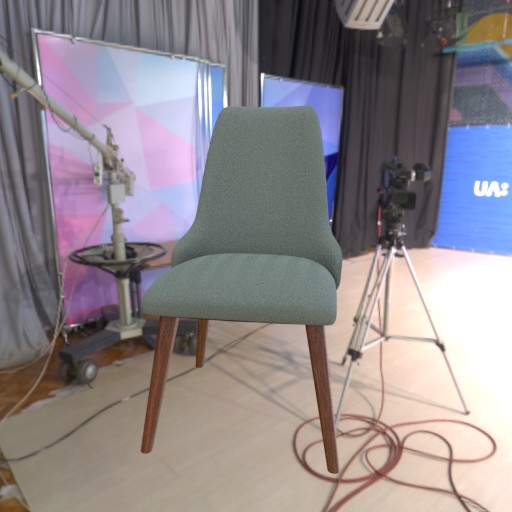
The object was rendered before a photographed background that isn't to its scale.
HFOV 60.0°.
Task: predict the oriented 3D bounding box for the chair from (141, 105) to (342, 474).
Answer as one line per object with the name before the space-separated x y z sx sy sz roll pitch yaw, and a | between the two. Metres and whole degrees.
chair | 0.000 0.000 1.356 0.535 0.918 0.707 2 15 9
